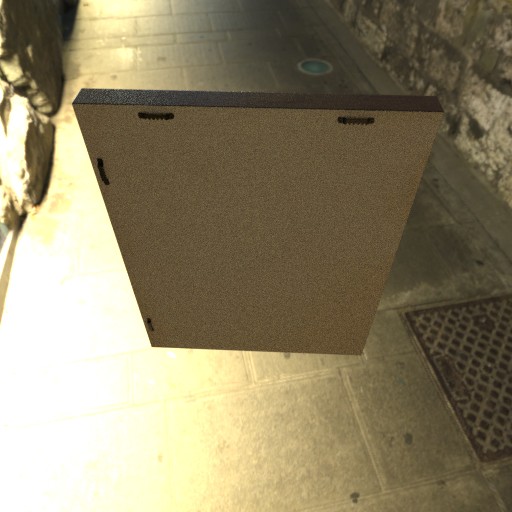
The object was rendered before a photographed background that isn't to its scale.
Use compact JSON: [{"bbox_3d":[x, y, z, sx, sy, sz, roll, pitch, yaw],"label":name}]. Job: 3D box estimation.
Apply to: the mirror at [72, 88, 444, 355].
[{"bbox_3d":[0.000,0.000,0.678,0.405,0.508,0.041,2,47,2],"label":"mirror"}]
